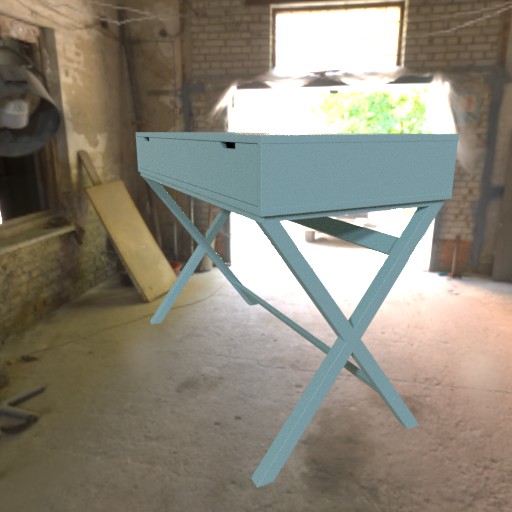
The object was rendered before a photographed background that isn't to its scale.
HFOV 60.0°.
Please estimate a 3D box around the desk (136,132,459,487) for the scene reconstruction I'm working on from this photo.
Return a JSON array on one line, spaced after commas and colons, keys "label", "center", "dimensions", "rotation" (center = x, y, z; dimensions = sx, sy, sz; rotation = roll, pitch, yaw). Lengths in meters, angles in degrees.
[{"label": "desk", "center": [0.000, 0.000, 1.459], "dimensions": [0.509, 0.780, 1.059], "rotation": [-8, 18, -25]}]
